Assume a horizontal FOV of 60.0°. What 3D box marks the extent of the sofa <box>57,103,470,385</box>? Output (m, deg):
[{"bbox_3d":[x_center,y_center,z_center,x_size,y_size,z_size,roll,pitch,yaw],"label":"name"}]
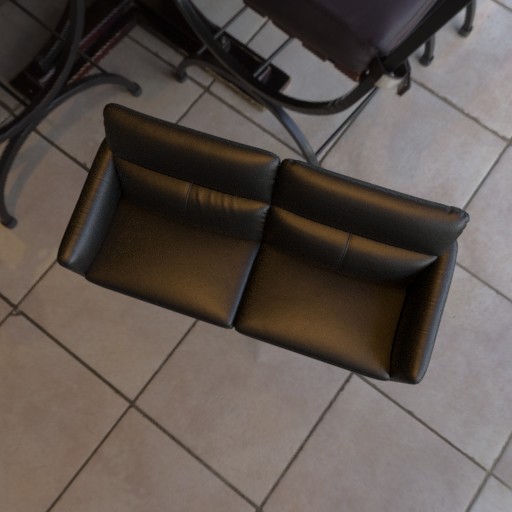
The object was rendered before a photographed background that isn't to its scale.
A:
[{"bbox_3d":[0.000,0.000,2.484,2.069,0.957,0.856,18,77,4],"label":"sofa"}]
